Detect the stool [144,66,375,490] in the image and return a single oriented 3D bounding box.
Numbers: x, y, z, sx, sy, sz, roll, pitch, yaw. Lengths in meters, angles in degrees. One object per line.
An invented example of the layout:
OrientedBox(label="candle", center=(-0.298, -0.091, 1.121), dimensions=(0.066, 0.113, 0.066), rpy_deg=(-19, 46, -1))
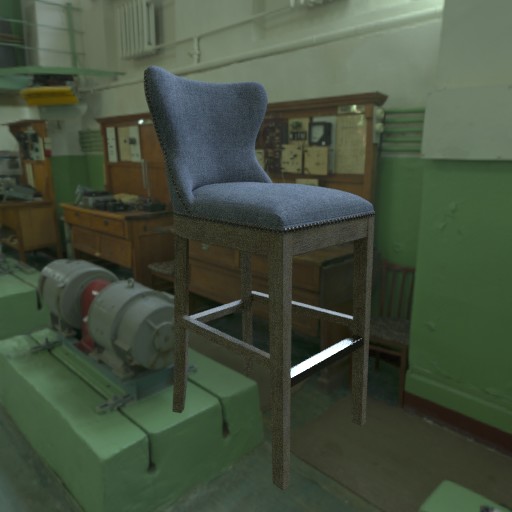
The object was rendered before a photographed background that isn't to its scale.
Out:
OrientedBox(label="stool", center=(0.000, 0.000, 1.406), dimensions=(0.606, 1.123, 0.494), rpy_deg=(12, 18, 42))
